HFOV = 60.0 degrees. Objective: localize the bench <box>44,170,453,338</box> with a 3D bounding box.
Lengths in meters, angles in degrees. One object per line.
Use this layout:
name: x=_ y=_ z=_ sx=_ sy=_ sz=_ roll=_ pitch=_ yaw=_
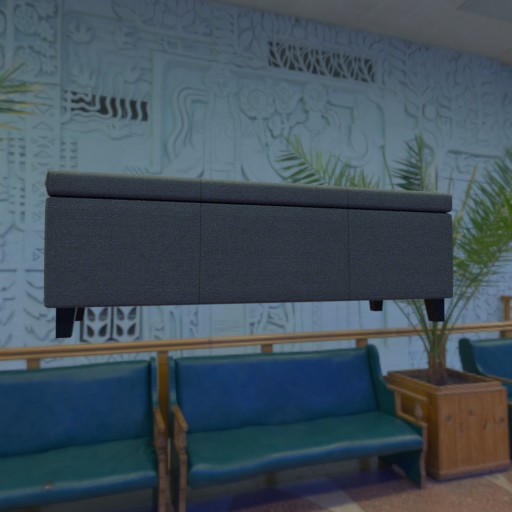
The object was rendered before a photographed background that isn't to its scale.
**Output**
bench: x=0.000 y=0.000 z=1.499 sx=1.269 sy=0.438 sz=0.446 roll=0 pitch=-1 yaw=-17
